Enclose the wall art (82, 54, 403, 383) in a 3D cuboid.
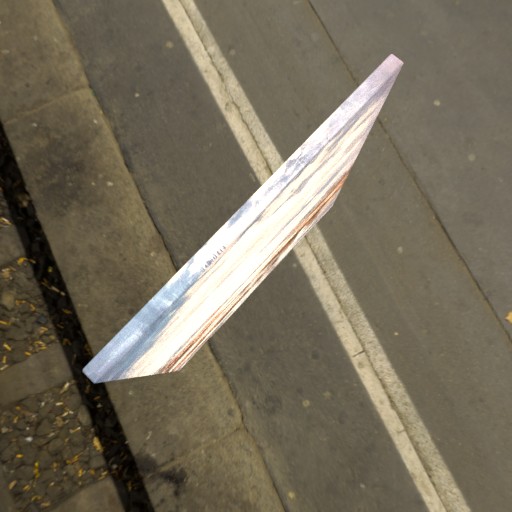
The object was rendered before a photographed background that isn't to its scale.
[{"bbox_3d":[0.000,0.000,1.300,0.035,0.897,0.888,42,80,9],"label":"wall art"}]
